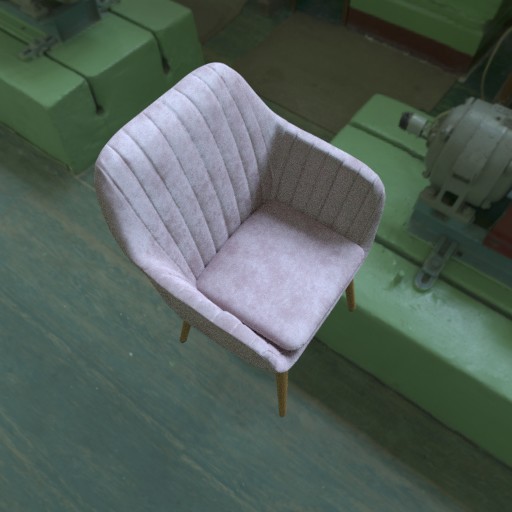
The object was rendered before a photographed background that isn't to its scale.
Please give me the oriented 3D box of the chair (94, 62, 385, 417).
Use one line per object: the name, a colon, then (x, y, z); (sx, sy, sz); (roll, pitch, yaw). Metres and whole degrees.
chair: (0.000, 0.000, 1.272); (0.570, 0.832, 0.610); (31, 63, 18)
